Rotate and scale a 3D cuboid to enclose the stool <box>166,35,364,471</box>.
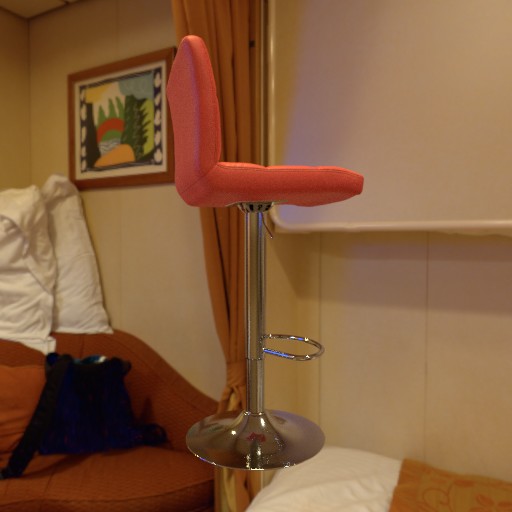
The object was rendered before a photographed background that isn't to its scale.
[{"bbox_3d":[0.000,0.000,1.350,0.505,1.115,0.430,-1,2,-17],"label":"stool"}]
